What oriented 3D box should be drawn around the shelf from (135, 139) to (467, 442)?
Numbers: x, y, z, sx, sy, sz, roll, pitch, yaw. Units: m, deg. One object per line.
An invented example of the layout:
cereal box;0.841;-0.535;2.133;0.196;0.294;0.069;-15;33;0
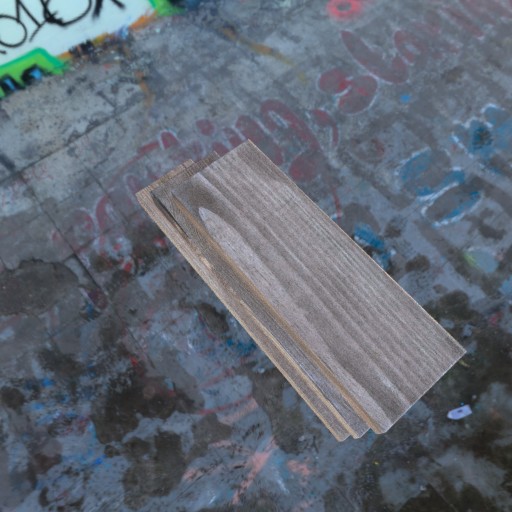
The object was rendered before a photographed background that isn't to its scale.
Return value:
shelf;0.000;0.000;0.733;0.140;0.293;0.610;-37;71;-15
